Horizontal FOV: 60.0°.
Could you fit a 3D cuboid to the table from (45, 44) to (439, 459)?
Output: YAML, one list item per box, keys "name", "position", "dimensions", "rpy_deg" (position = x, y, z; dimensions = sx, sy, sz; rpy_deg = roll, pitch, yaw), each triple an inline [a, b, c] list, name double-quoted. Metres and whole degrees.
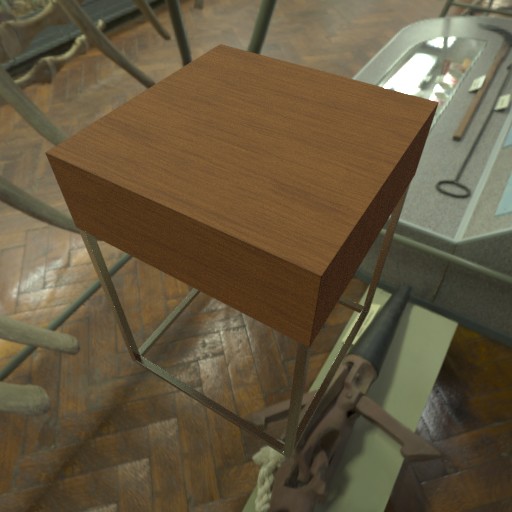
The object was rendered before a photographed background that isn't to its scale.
- name: "table"
  position: [0.000, 0.000, 0.817]
  dimensions: [0.397, 0.540, 0.398]
  rpy_deg: [25, 52, 21]
